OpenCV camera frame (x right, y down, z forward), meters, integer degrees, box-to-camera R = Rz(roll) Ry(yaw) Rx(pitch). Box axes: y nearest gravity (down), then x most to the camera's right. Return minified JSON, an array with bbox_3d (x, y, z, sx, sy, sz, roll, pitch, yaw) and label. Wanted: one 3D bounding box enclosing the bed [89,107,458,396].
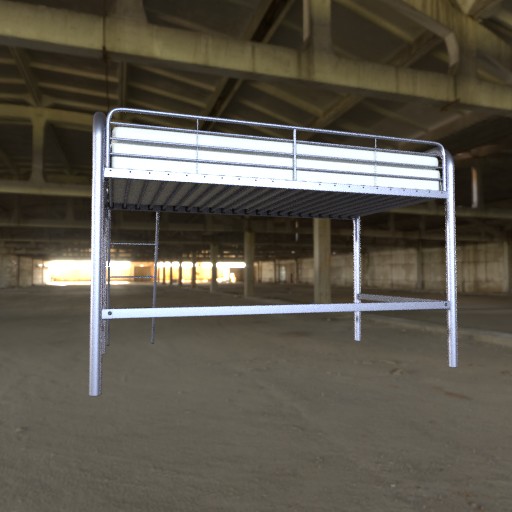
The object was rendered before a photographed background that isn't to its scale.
[{"bbox_3d":[0.000,0.000,2.901,1.965,1.288,1.415,1,-2,-18],"label":"bed"}]
